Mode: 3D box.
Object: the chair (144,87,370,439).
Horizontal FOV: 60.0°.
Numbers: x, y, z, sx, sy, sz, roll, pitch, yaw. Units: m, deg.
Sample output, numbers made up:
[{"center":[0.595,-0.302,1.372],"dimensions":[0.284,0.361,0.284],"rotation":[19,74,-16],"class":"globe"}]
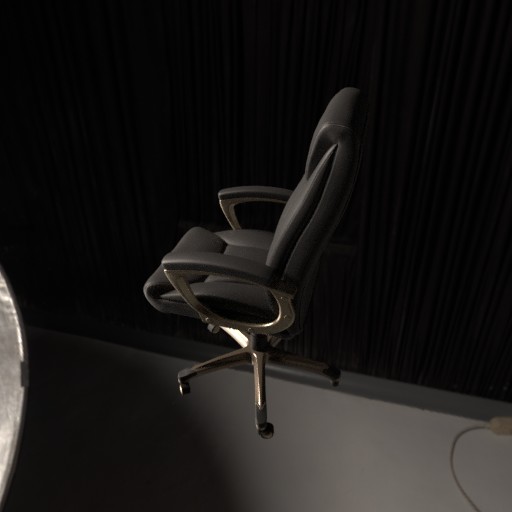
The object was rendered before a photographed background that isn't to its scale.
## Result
[{"center":[0.000,0.000,1.683],"dimensions":[0.748,1.188,0.694],"rotation":[8,32,13],"class":"chair"}]
